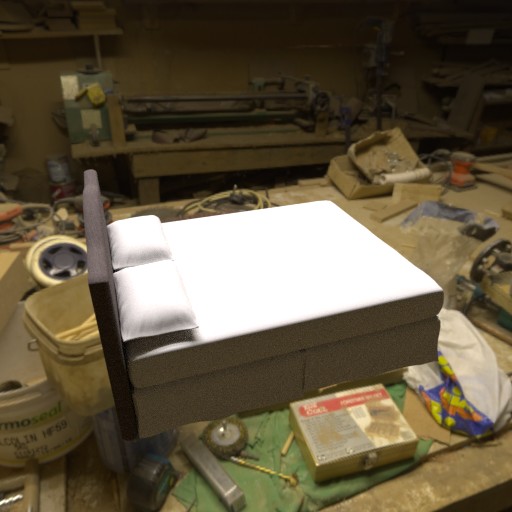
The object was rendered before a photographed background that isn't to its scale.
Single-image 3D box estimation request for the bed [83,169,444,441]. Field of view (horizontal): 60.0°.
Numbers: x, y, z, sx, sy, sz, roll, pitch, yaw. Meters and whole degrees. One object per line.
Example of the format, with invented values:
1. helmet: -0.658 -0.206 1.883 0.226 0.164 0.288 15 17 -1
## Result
1. bed: 0.000 0.000 3.983 2.689 1.457 2.161 -10 31 -17
